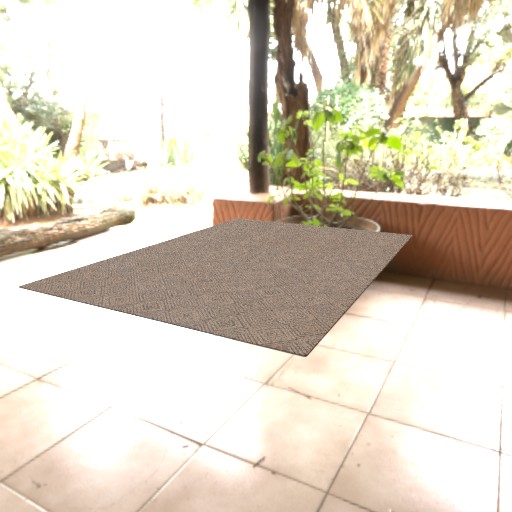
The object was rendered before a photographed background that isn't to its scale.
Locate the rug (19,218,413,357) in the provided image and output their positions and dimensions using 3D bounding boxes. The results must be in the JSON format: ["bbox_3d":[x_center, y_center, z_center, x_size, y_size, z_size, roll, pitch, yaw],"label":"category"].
[{"bbox_3d":[0.000,0.000,2.879,1.593,0.008,2.238,8,17,27],"label":"rug"}]
